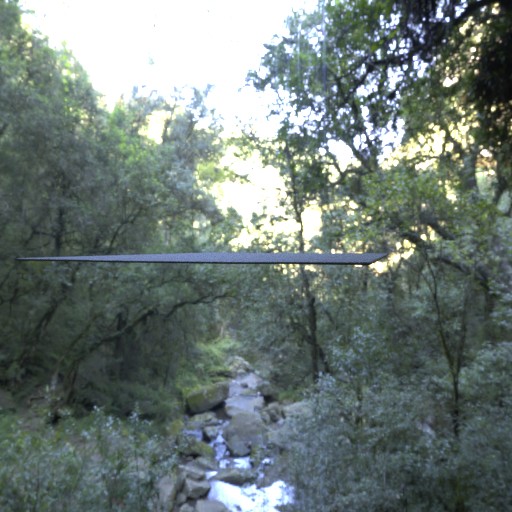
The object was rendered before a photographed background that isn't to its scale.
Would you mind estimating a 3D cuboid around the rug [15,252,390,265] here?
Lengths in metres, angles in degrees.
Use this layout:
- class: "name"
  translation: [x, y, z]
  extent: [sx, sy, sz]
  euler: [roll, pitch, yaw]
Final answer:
- class: "rug"
  translation: [0.000, 0.000, 4.984]
  extent: [2.782, 0.025, 3.935]
  euler: [0, 1, 18]
